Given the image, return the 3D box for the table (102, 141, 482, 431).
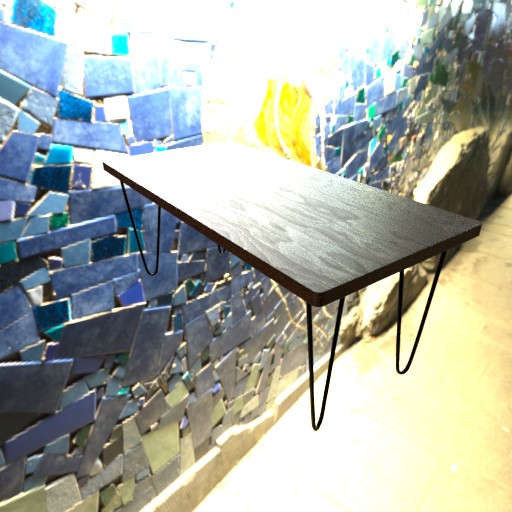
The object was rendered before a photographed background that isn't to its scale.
[{"bbox_3d":[0.000,0.000,2.296,0.883,0.753,1.791,-18,32,-32],"label":"table"}]
